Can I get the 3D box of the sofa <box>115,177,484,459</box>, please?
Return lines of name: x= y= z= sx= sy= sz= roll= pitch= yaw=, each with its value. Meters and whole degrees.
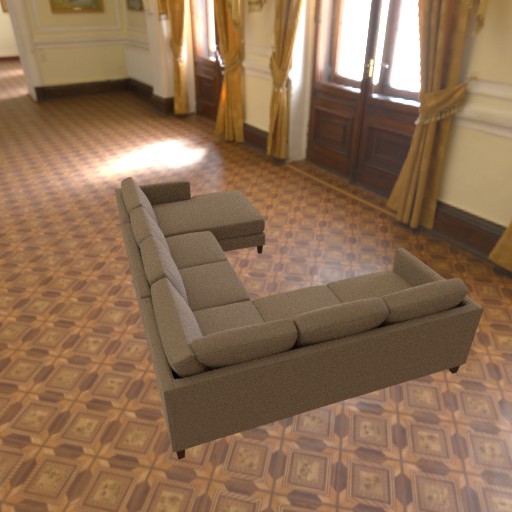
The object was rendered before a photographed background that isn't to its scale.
sofa: x=0.000 y=0.000 z=4.487 sx=2.424 sy=0.865 sz=3.438 roll=-11 pitch=32 yaw=-17
